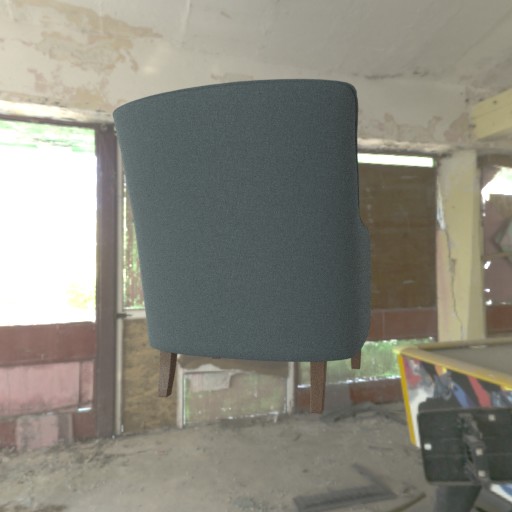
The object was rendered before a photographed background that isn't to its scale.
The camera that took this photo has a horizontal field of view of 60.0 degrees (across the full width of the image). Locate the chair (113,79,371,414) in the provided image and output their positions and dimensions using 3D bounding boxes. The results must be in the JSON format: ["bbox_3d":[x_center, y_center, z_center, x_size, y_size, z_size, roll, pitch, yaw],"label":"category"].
[{"bbox_3d":[0.000,0.000,1.564,0.756,0.916,0.879,0,-1,18],"label":"chair"}]
